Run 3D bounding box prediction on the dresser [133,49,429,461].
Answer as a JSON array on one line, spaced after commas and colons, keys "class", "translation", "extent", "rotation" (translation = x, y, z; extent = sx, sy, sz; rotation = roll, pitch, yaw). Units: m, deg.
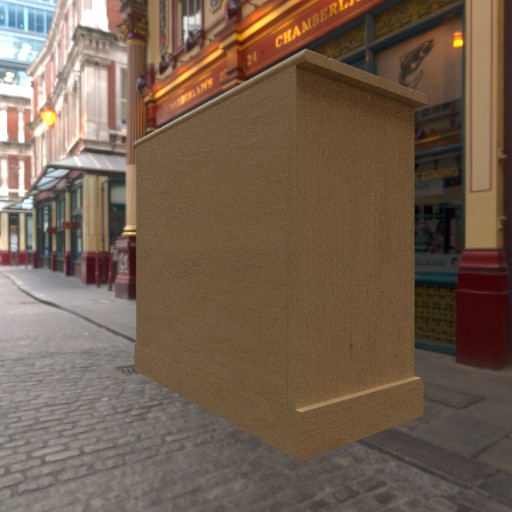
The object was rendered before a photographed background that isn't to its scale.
[{"class": "dresser", "translation": [0.000, 0.000, 1.390], "extent": [0.440, 0.835, 0.915], "rotation": [0, 0, -37]}]
